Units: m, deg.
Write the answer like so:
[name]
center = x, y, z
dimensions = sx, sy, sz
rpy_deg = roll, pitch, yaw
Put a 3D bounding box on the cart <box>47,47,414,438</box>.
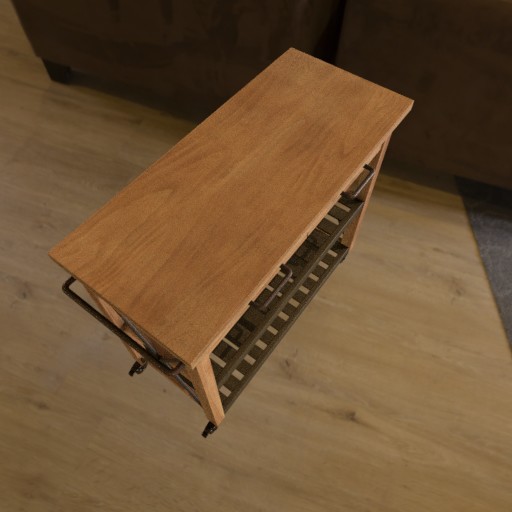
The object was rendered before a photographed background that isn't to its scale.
[cart]
center = 0.000, 0.000, 0.987
dimensions = 0.298, 0.554, 0.686
rpy_deg = 32, 63, 19
